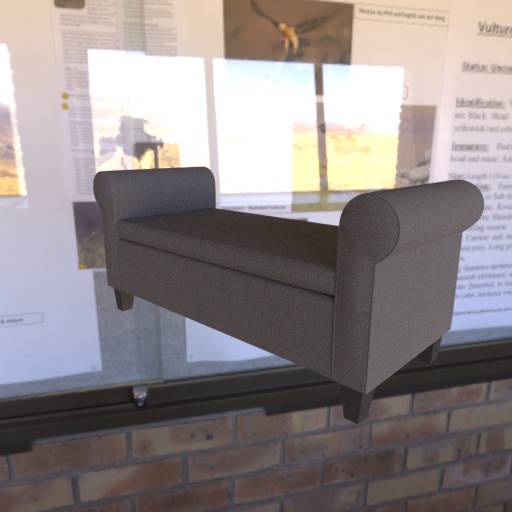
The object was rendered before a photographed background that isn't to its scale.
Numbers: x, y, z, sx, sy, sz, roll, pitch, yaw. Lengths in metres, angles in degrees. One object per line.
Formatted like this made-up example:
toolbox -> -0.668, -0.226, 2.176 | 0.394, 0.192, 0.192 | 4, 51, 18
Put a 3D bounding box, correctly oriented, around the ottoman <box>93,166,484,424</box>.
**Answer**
ottoman -> 0.000, 0.000, 1.511 | 1.256, 0.547, 0.521 | 13, 19, 42
